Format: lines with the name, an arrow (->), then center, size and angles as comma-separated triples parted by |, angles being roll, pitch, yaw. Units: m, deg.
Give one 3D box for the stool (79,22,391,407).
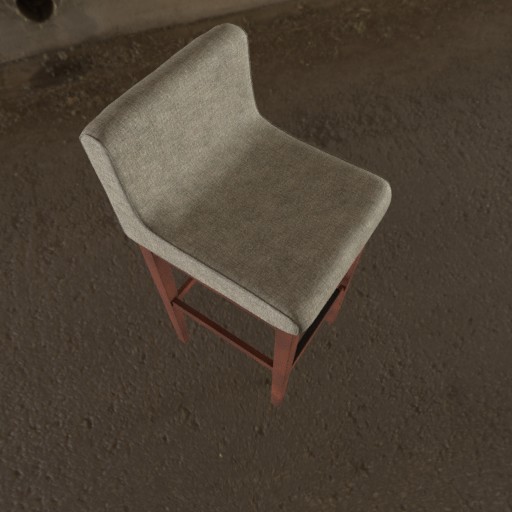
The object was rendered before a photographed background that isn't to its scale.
stool -> 0.000, 0.000, 1.191 | 0.499, 0.965, 0.426 | 30, 62, 18
